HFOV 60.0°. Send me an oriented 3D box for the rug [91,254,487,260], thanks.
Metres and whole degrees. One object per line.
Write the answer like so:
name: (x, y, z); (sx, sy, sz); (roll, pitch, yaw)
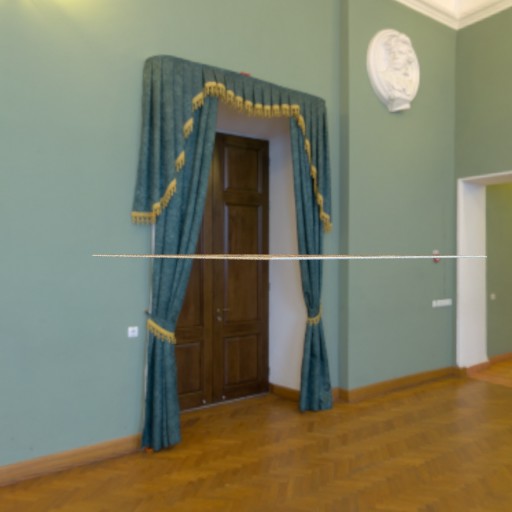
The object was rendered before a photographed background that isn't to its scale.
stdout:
rug: (0.000, 0.000, 2.942); (1.522, 0.008, 2.284); (0, 1, -36)
